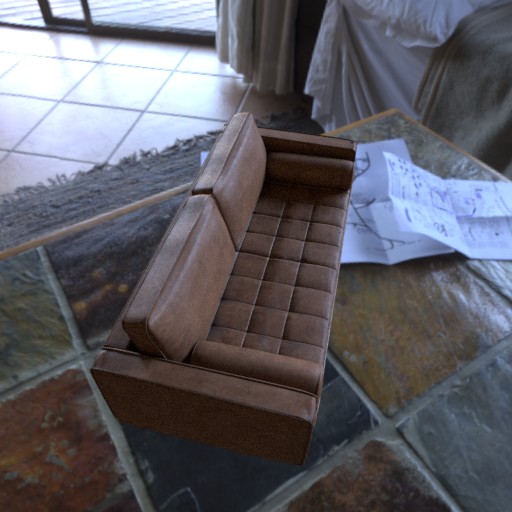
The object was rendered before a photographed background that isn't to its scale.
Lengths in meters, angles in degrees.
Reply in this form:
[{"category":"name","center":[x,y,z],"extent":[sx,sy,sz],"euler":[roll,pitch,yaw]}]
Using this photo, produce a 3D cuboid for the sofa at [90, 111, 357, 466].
[{"category":"sofa","center":[0.000,0.000,2.445],"extent":[0.924,0.825,1.920],"euler":[10,48,9]}]
